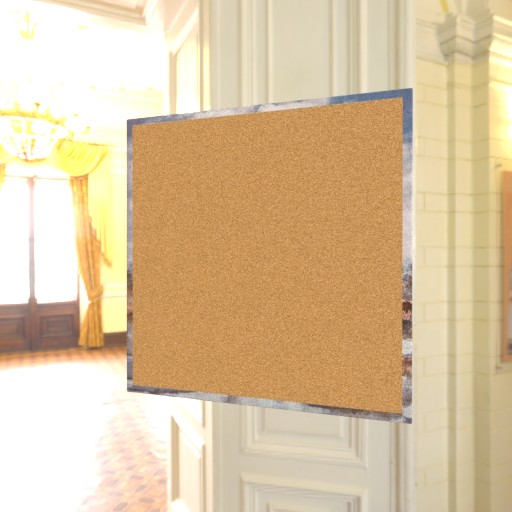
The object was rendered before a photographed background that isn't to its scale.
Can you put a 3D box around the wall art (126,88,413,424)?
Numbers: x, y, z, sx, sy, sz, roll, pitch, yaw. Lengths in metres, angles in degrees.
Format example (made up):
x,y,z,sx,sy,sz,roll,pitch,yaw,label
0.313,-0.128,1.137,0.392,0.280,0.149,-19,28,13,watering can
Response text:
x,y,z,sx,sy,sz,roll,pitch,yaw,label
0.000,0.000,1.518,1.010,1.020,0.040,0,0,18,wall art
